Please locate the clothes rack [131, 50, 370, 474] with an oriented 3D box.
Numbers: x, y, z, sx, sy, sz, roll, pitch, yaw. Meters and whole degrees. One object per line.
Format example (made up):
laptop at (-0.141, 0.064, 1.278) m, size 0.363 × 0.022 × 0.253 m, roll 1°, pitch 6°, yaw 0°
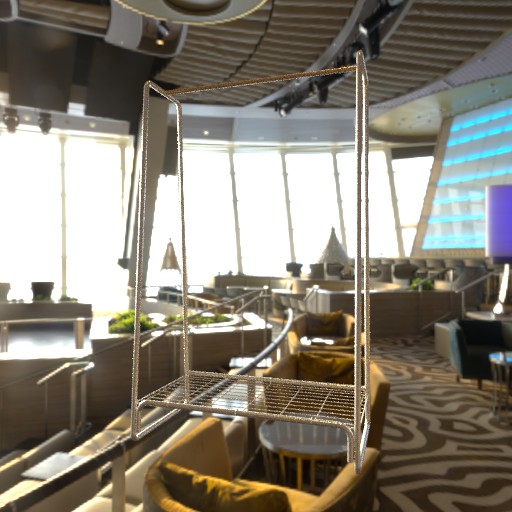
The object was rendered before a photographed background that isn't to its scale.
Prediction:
clothes rack at (0.000, 0.000, 1.866) m, size 0.900 × 1.500 × 0.495 m, roll 0°, pitch 0°, yaw 18°
